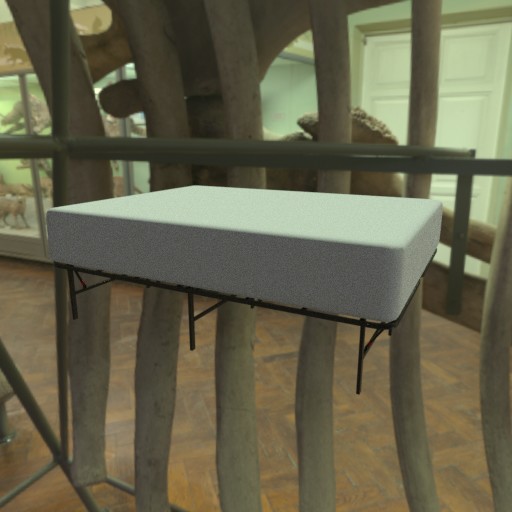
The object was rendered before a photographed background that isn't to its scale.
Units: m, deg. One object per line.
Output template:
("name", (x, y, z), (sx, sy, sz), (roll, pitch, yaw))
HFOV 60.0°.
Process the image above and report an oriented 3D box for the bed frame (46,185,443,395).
("bed frame", (0.000, 0.000, 2.846), (2.037, 0.677, 1.528), (8, 17, 27))
